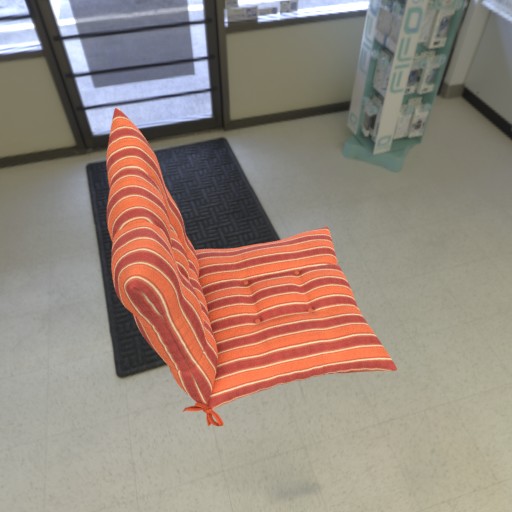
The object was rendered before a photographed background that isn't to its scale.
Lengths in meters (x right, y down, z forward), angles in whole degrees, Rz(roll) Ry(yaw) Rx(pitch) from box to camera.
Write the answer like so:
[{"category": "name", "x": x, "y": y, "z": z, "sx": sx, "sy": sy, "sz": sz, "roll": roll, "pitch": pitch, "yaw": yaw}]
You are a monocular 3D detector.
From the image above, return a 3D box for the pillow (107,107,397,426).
[{"category": "pillow", "x": 0.000, "y": 0.000, "z": 1.019, "sx": 0.585, "sy": 0.536, "sz": 0.541, "roll": -10, "pitch": 49, "yaw": -9}]
